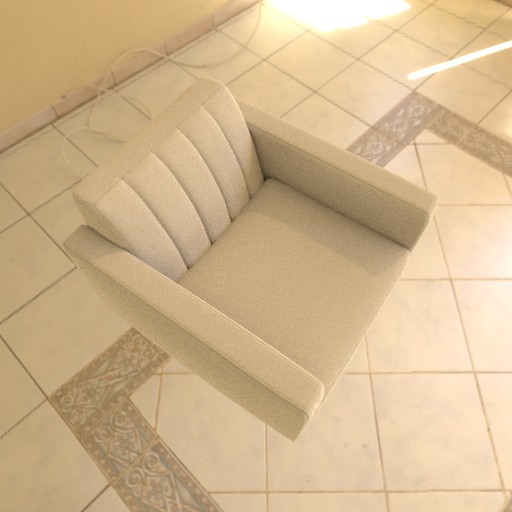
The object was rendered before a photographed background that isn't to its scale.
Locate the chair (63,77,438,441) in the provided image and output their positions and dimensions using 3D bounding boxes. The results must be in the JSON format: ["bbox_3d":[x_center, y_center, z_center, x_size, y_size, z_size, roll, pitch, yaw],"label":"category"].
[{"bbox_3d":[0.000,0.000,1.715,0.998,0.819,0.953,31,65,17],"label":"chair"}]
